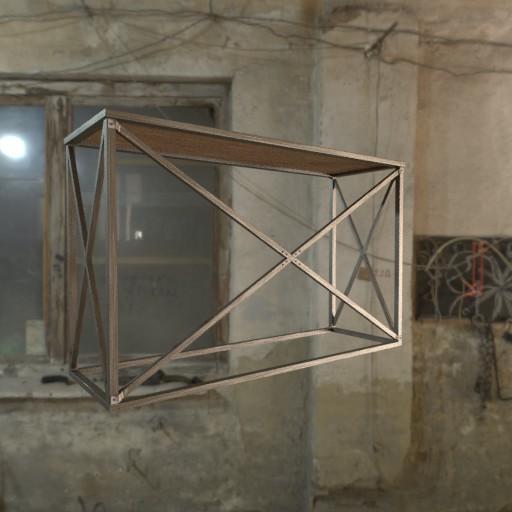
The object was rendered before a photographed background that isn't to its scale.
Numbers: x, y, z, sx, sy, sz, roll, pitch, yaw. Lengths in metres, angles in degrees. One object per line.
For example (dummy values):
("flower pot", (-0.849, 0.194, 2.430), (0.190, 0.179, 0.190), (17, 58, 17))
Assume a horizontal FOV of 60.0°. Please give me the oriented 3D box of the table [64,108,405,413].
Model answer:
("table", (0.000, 0.000, 1.613), (1.216, 0.753, 0.402), (-1, 2, -37))
